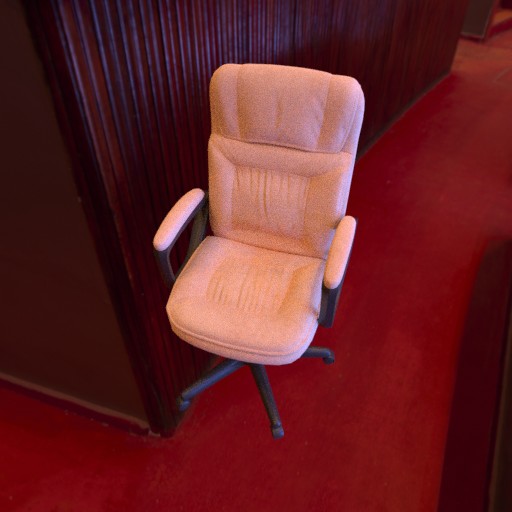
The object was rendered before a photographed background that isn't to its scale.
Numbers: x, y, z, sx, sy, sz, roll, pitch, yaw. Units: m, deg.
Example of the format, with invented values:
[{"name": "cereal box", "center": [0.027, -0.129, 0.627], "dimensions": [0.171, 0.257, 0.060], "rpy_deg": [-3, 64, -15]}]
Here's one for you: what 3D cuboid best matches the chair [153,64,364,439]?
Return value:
[{"name": "chair", "center": [0.000, 0.000, 1.561], "dimensions": [0.667, 1.105, 0.724], "rpy_deg": [12, 42, 14]}]
